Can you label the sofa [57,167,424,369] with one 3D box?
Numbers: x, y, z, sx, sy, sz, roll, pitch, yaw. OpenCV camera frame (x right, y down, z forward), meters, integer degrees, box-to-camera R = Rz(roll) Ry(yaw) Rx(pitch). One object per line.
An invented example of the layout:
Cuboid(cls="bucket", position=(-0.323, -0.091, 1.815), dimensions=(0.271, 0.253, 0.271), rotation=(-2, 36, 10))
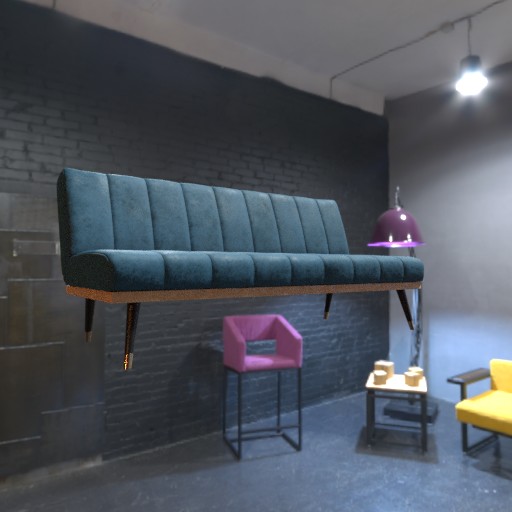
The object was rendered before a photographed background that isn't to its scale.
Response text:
Cuboid(cls="sofa", position=(0.000, 0.000, 2.341), dimensions=(1.810, 0.825, 0.830), rotation=(1, -2, -36))
